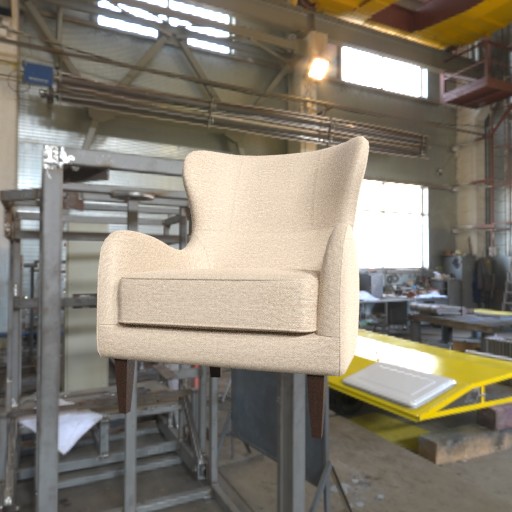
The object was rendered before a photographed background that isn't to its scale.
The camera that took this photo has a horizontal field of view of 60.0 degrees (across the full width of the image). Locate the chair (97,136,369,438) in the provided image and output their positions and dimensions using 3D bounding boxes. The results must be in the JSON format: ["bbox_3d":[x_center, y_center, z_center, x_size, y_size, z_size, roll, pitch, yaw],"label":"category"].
[{"bbox_3d":[0.000,0.000,1.795,0.861,1.064,0.984,0,-1,19],"label":"chair"}]
